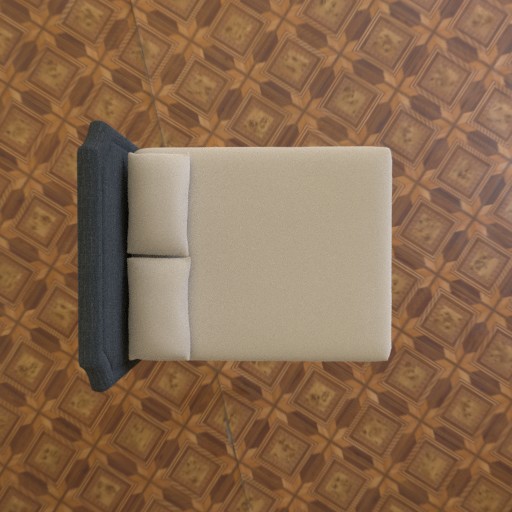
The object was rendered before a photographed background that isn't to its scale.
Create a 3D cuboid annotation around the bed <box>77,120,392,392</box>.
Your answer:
[{"bbox_3d":[0.000,0.000,3.357,2.208,1.297,1.828,0,91,1],"label":"bed"}]
